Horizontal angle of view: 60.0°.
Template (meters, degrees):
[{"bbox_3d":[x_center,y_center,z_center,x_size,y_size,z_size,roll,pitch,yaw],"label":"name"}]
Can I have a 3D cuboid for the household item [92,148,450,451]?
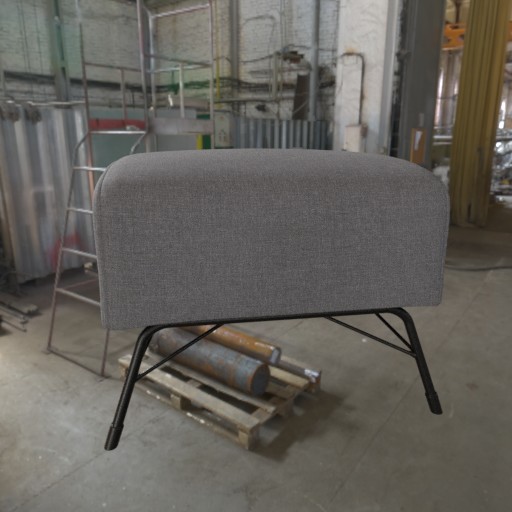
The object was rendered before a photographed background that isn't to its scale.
[{"bbox_3d":[0.000,0.000,0.871,0.530,0.410,0.530,-3,16,-9],"label":"household item"}]
